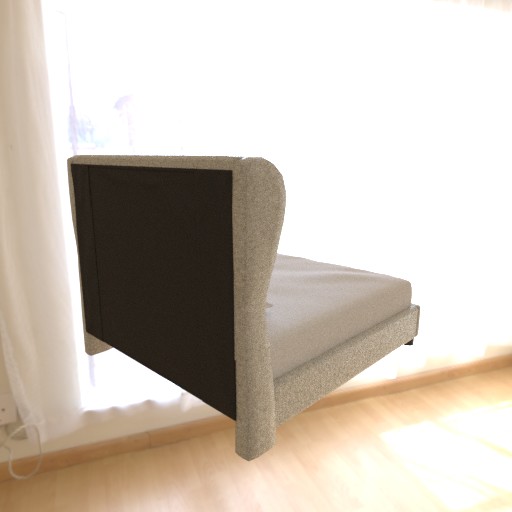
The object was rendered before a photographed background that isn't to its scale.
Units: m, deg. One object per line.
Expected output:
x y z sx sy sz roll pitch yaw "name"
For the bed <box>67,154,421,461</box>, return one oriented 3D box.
0.000 0.000 3.963 2.219 1.771 2.347 12 18 43 "bed"
